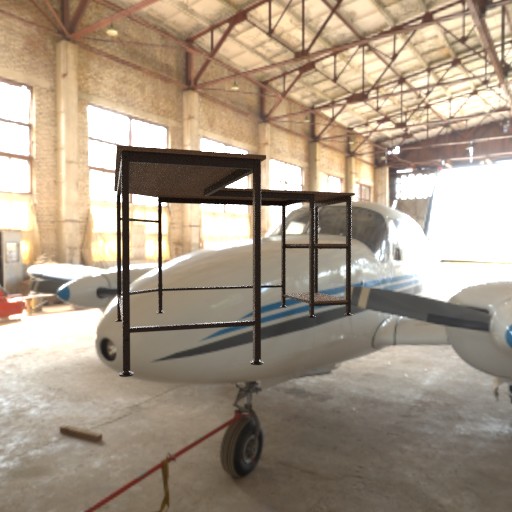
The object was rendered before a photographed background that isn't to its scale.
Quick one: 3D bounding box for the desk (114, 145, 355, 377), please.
[{"bbox_3d":[0.000,0.000,2.276,1.379,0.739,1.379,0,1,-18],"label":"desk"}]
